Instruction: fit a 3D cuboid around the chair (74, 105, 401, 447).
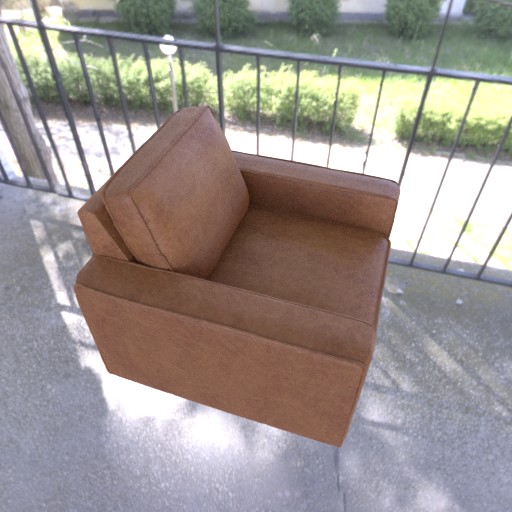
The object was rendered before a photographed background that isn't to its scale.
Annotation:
[{"bbox_3d":[0.000,0.000,1.748,1.027,0.901,0.987,11,46,11],"label":"chair"}]
